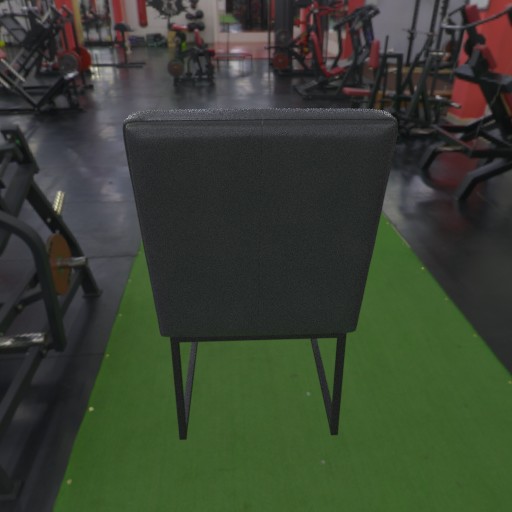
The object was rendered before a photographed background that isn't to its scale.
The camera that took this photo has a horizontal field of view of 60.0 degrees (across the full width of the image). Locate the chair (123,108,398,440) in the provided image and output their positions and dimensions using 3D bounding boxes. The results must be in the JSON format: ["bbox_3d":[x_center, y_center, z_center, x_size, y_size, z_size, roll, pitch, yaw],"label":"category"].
[{"bbox_3d":[0.000,0.000,1.286,0.520,0.930,0.634,-1,30,-2],"label":"chair"}]
